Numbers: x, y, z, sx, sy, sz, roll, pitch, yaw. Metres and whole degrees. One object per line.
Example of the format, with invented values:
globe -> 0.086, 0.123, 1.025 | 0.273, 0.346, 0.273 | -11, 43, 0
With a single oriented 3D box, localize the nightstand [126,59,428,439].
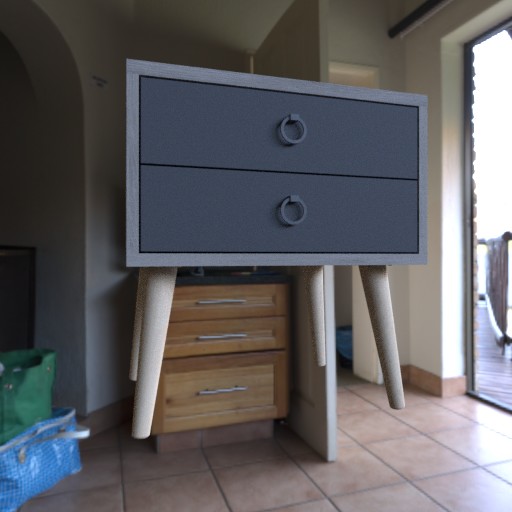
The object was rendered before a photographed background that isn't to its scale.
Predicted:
nightstand -> 0.000, 0.000, 0.799 | 0.450, 0.500, 0.380 | 0, 0, -17
